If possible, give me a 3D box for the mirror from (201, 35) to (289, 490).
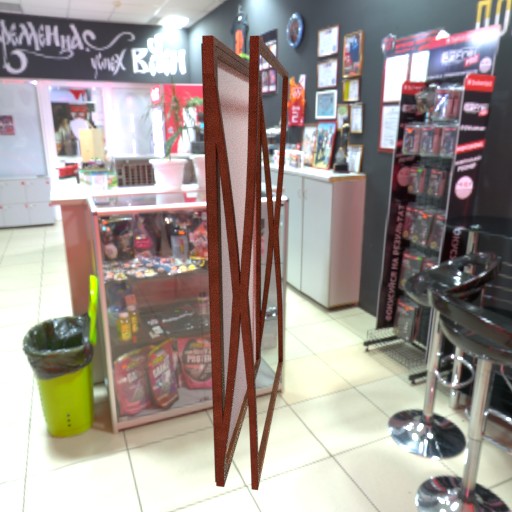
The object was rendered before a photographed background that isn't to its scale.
[{"bbox_3d":[0.000,0.000,0.937,0.082,0.768,0.468,3,17,9],"label":"mirror"}]
